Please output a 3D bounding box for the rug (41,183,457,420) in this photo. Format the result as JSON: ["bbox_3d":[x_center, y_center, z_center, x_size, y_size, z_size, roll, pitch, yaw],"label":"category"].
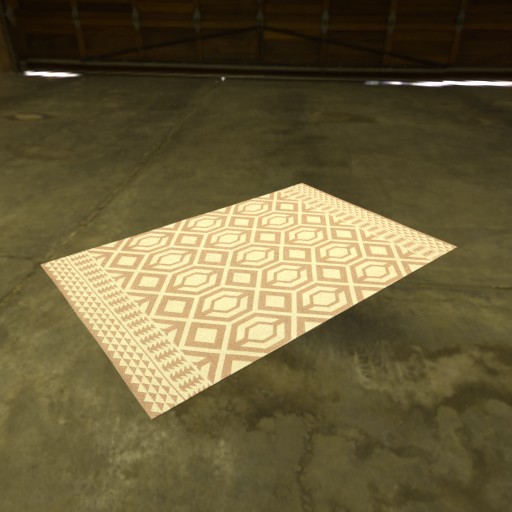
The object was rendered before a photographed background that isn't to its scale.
[{"bbox_3d":[0.000,0.000,2.332,1.829,0.008,1.219,-22,37,-33],"label":"rug"}]
